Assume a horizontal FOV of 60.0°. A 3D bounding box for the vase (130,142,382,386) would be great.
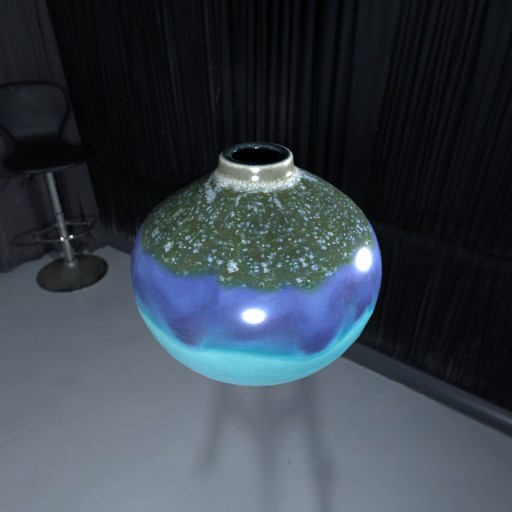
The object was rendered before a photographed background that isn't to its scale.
[{"bbox_3d":[0.000,0.000,0.277,0.154,0.133,0.154,0,33,0],"label":"vase"}]
